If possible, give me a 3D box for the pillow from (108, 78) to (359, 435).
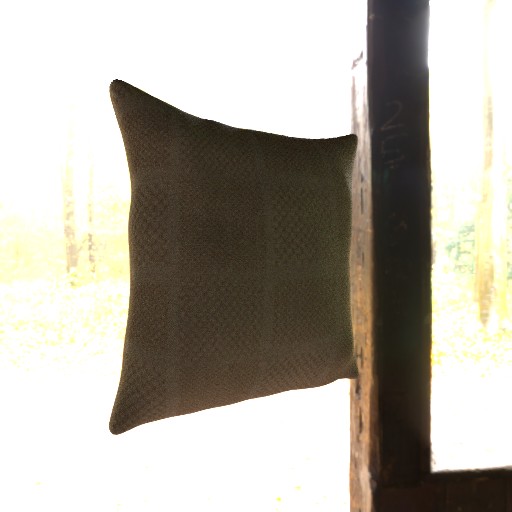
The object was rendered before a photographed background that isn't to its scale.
[{"bbox_3d":[0.000,0.000,0.662,0.436,0.432,0.138,0,0,-35],"label":"pillow"}]
